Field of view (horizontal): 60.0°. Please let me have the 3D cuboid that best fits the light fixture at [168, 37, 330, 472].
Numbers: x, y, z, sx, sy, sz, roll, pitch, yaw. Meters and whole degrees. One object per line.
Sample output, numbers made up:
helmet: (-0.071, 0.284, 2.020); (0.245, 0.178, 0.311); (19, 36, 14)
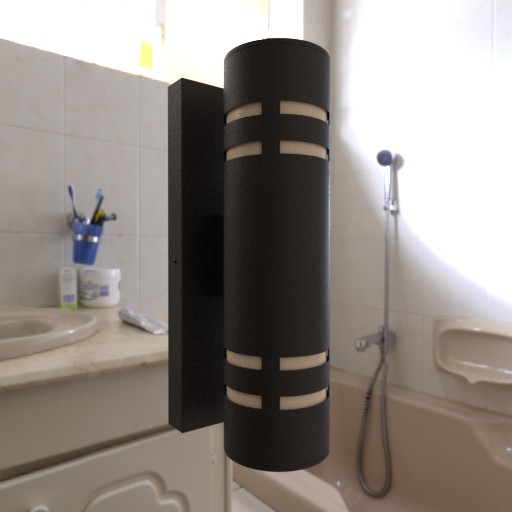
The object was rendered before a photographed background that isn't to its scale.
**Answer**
light fixture: (0.000, 0.000, 0.404); (0.105, 0.330, 0.149); (0, 1, -37)
